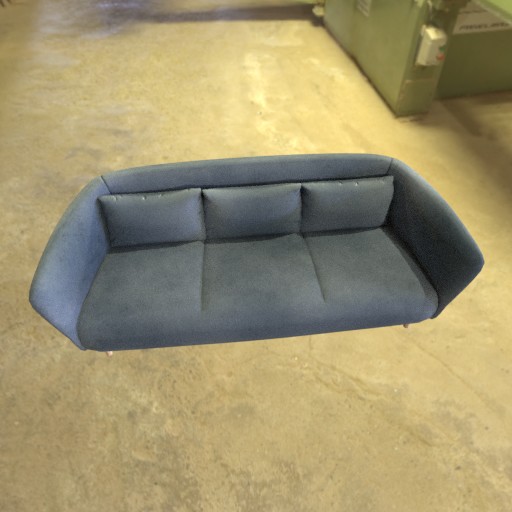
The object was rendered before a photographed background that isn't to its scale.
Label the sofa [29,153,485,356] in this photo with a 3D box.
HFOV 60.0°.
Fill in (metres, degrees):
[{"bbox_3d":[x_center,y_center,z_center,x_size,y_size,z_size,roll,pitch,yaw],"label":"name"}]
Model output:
[{"bbox_3d":[0.000,0.000,2.476,2.095,0.795,0.849,-4,47,-4],"label":"sofa"}]
